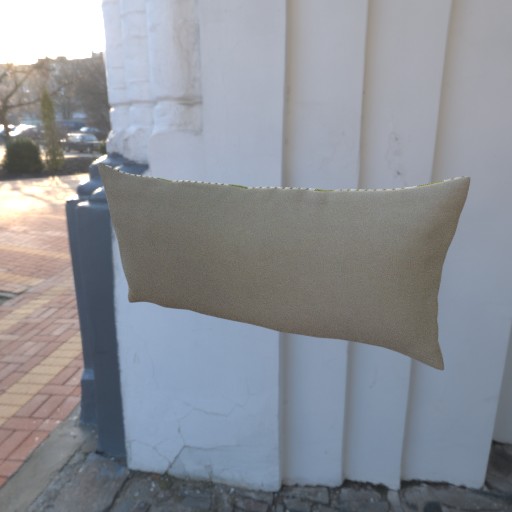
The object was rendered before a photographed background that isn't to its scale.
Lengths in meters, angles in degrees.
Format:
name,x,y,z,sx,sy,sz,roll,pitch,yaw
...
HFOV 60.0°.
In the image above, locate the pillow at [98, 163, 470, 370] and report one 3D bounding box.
name,x,y,z,sx,sy,sz,roll,pitch,yaw
pillow,0.000,0.000,0.731,0.608,0.292,0.156,8,18,25
